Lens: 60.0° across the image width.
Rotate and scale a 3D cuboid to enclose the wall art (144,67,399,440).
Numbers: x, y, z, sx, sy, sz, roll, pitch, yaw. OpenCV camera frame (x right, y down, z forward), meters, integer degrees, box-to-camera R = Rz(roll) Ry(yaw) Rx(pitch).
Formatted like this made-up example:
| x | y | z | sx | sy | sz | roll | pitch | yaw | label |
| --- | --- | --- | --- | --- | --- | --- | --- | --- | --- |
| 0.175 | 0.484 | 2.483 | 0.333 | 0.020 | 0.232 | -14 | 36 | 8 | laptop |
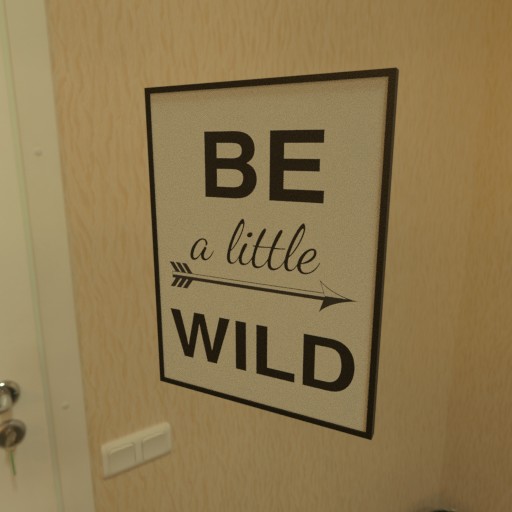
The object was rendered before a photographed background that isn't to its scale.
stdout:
| x | y | z | sx | sy | sz | roll | pitch | yaw | label |
| --- | --- | --- | --- | --- | --- | --- | --- | --- | --- |
| 0.000 | 0.000 | 1.423 | 0.806 | 1.062 | 0.038 | 7 | 15 | 26 | wall art |
